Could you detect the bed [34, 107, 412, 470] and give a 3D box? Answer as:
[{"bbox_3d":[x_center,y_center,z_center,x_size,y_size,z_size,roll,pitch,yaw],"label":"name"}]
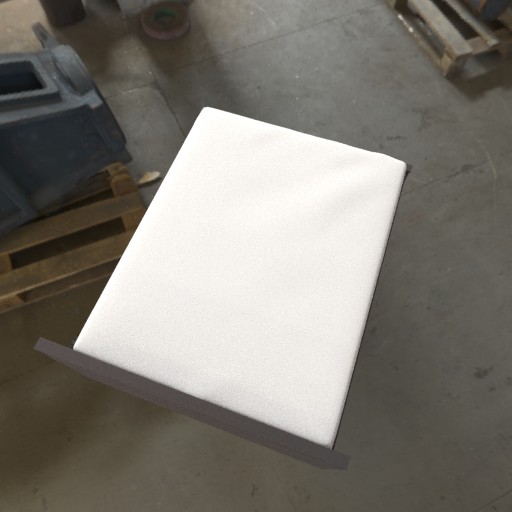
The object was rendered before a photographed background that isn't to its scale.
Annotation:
[{"bbox_3d":[0.000,0.000,2.914,1.634,0.808,2.103,18,66,8],"label":"bed"}]
